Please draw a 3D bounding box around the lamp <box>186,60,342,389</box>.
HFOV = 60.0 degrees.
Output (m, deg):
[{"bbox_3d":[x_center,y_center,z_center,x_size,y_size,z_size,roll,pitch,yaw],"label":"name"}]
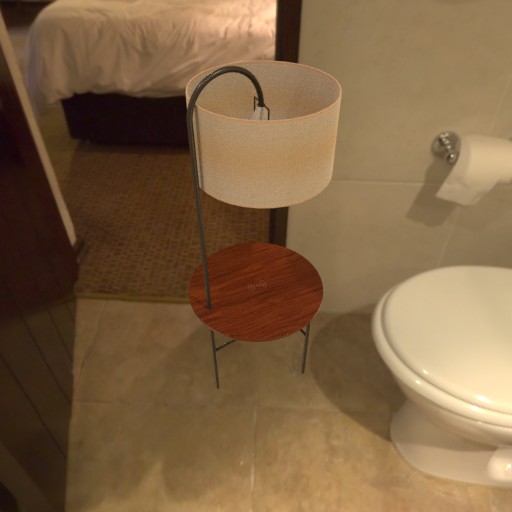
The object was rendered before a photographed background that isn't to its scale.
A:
[{"bbox_3d":[0.000,0.000,1.782,0.573,1.517,0.573,0,42,0],"label":"lamp"}]
